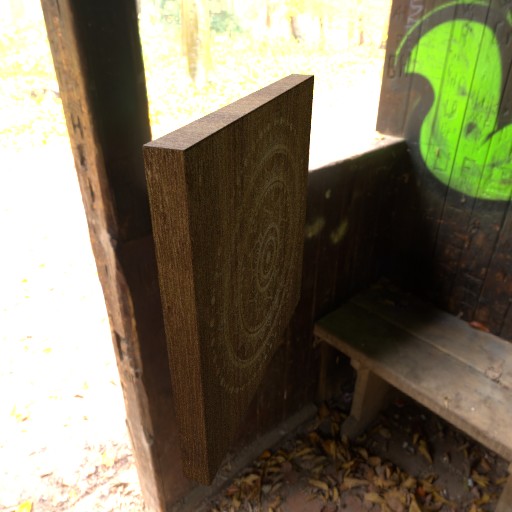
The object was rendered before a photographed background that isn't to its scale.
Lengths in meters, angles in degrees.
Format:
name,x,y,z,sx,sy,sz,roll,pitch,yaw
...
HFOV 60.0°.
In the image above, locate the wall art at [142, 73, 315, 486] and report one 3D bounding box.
name,x,y,z,sx,sy,sz,roll,pitch,yaw
wall art,0.000,0.000,0.592,0.039,0.403,0.406,10,31,17
